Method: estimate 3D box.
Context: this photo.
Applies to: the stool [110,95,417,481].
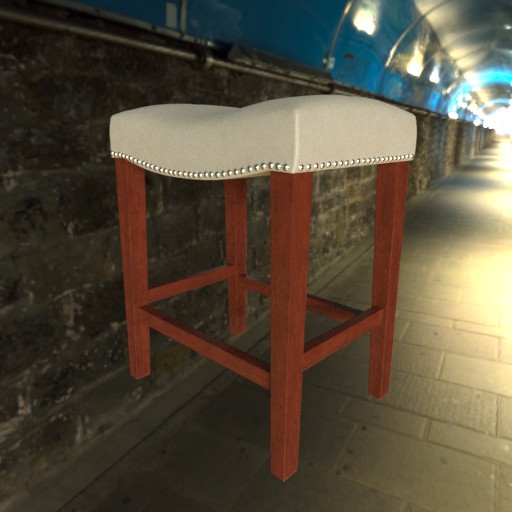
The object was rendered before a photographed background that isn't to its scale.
[{"bbox_3d":[0.000,0.000,0.956,0.509,0.632,0.375,15,22,42],"label":"stool"}]
